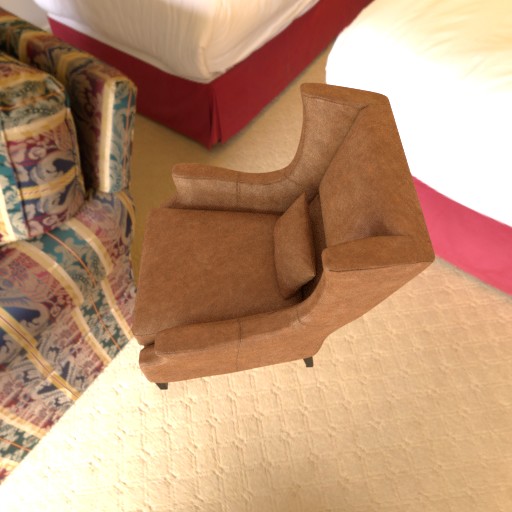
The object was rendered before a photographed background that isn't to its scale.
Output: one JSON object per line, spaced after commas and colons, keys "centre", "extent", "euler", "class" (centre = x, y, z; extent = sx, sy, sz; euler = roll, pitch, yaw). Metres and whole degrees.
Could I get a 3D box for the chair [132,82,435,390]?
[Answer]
{"centre": [0.000, 0.000, 1.722], "extent": [0.926, 1.016, 0.853], "euler": [-1, 57, -1], "class": "chair"}
